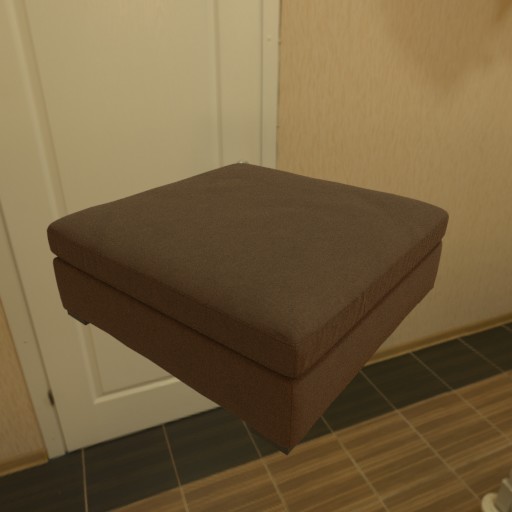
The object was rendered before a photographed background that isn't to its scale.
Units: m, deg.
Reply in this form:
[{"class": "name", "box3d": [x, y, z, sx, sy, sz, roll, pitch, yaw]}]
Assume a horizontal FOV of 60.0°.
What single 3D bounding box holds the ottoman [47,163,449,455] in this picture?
[{"class": "ottoman", "box3d": [0.000, 0.000, 1.842, 1.181, 0.470, 1.181, 20, 32, 34]}]
